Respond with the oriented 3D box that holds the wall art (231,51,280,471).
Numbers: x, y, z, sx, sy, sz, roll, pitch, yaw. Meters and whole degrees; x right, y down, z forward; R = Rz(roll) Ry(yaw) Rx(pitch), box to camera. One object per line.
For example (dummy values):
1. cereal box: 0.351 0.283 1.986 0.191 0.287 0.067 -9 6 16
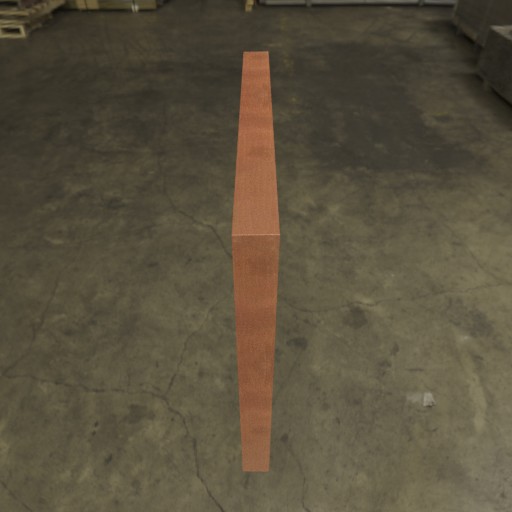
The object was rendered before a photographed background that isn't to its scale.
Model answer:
1. wall art: 0.000 0.000 0.600 0.035 0.403 0.403 0 42 0
